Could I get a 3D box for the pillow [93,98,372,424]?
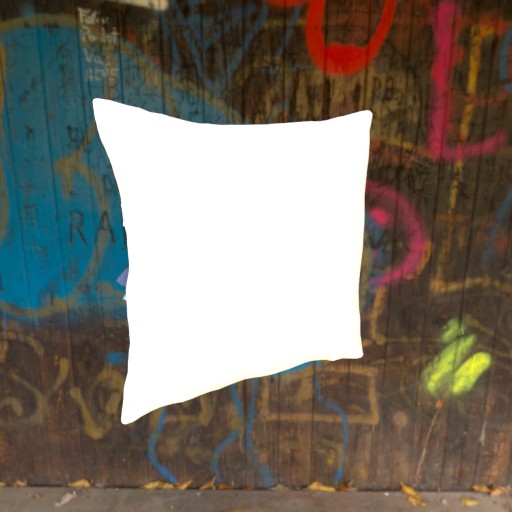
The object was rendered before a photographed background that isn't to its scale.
[{"bbox_3d":[0.000,0.000,0.673,0.433,0.436,0.173,-7,16,-26],"label":"pillow"}]
